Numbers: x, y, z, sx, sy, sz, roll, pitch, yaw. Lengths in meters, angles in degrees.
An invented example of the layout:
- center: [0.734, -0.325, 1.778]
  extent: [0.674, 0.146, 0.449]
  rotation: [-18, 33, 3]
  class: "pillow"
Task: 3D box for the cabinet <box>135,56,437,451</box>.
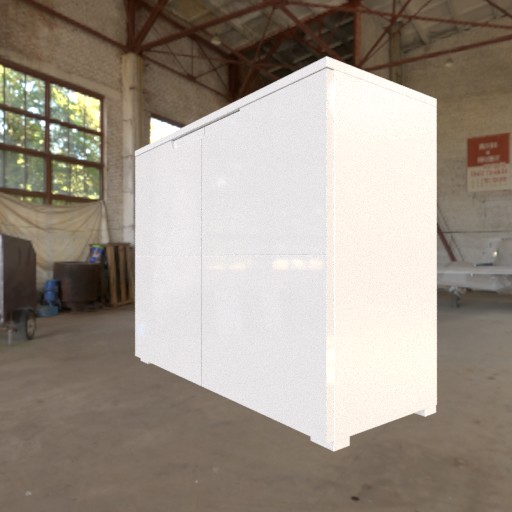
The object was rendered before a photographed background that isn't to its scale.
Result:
- center: [0.000, 0.000, 1.408]
  extent: [0.400, 0.800, 1.000]
  rotation: [0, 0, -37]
  class: "cabinet"
